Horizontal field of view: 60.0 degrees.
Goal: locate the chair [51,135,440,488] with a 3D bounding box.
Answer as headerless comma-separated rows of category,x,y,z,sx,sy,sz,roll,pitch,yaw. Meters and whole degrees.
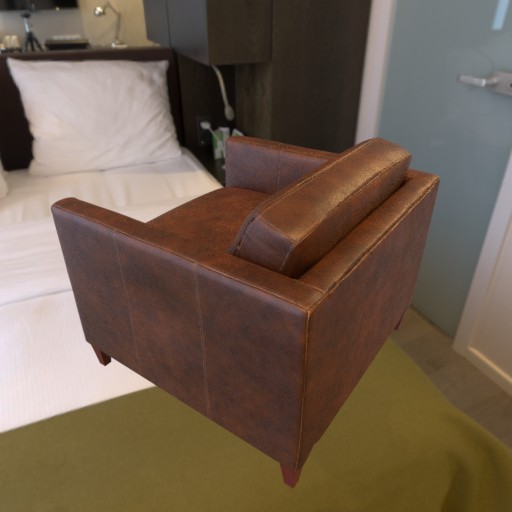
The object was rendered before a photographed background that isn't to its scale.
chair,0.000,0.000,1.660,0.975,0.864,0.990,20,36,30
